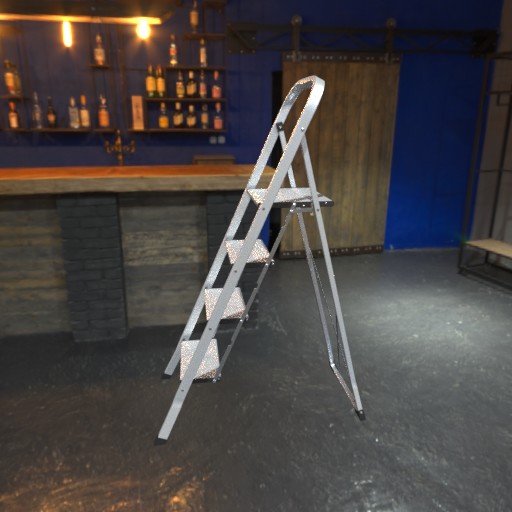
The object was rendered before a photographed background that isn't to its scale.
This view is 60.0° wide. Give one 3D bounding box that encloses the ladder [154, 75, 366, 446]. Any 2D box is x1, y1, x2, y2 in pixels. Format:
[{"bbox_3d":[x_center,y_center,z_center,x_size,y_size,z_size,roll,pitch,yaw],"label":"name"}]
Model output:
[{"bbox_3d":[0.000,0.000,1.717,0.830,1.290,0.465,-2,18,-8],"label":"ladder"}]
